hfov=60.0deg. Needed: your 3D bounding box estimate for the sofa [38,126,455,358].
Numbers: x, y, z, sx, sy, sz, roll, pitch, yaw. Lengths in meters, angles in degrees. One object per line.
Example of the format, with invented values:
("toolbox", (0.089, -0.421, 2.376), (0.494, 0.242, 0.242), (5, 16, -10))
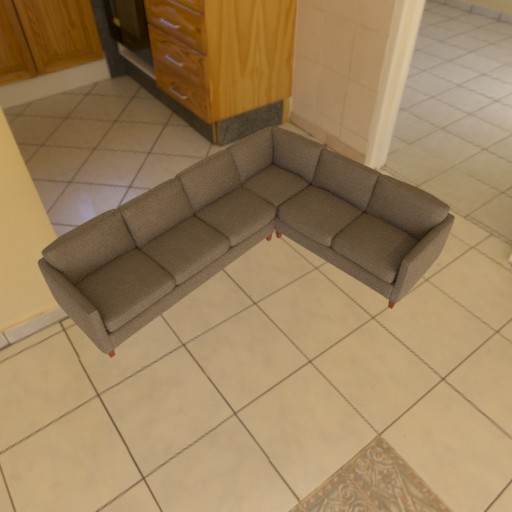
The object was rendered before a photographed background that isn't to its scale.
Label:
("sofa", (0.000, 0.000, 4.478), (2.593, 0.947, 3.302), (34, 54, 29))
